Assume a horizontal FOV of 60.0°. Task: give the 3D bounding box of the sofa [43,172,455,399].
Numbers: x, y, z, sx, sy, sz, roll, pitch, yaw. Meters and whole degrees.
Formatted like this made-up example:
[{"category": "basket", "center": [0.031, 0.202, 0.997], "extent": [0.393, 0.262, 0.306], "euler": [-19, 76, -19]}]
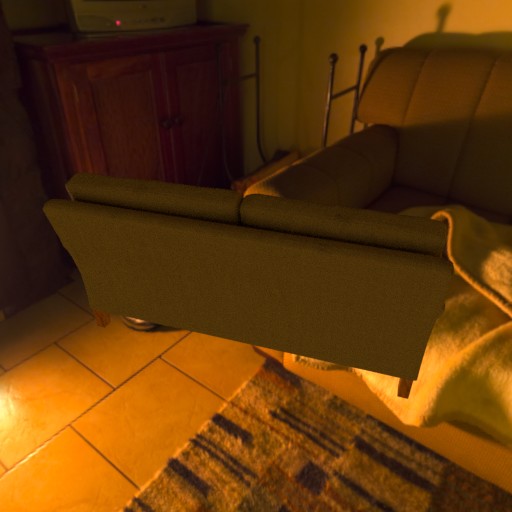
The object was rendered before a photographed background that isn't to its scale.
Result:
[{"category": "sofa", "center": [0.000, 0.000, 2.783], "extent": [2.165, 1.087, 1.086], "euler": [10, 34, 15]}]
